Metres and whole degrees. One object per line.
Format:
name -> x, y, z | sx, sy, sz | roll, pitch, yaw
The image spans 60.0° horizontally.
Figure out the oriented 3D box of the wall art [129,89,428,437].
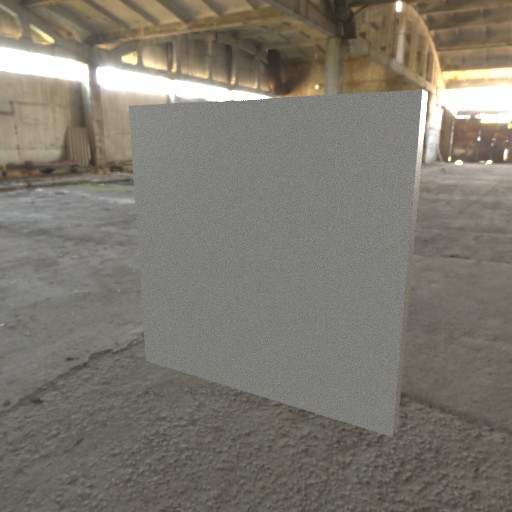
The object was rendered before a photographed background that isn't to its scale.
wall art -> 0.000, 0.000, 0.532 | 0.355, 0.355, 0.027 | 8, 16, 28
